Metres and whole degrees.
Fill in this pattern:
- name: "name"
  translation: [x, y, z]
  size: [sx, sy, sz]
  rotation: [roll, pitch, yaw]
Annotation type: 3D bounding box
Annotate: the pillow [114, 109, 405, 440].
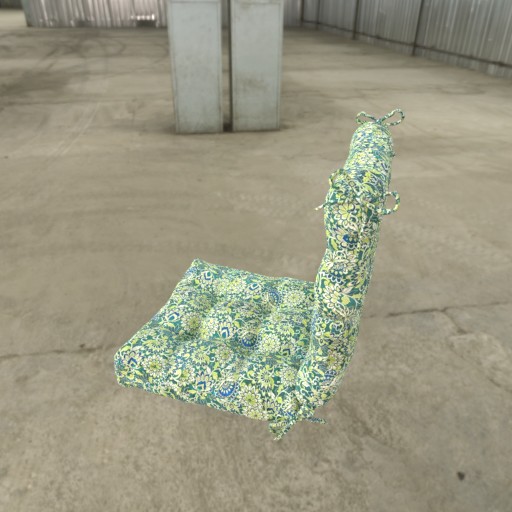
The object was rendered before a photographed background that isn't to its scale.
- name: "pillow"
  translation: [0.000, 0.000, 1.029]
  size: [0.571, 0.605, 0.519]
  rotation: [9, 32, 15]
